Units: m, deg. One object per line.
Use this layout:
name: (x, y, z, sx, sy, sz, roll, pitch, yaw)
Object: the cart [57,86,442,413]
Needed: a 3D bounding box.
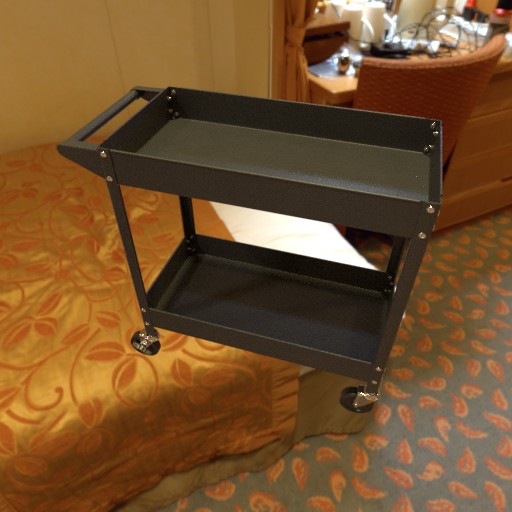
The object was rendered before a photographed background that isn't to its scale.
cart: (0.000, 0.000, 1.186, 0.779, 0.719, 0.366, 12, 43, 13)
